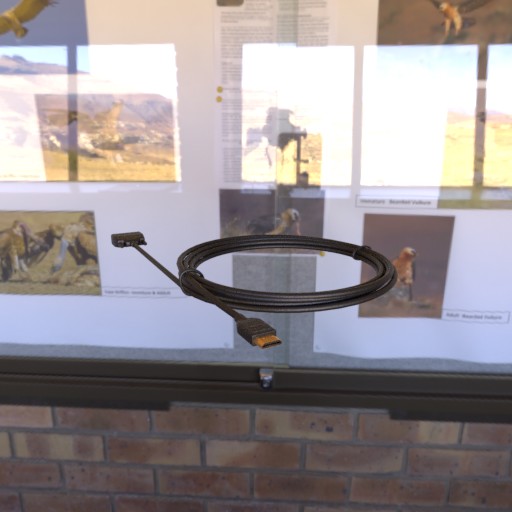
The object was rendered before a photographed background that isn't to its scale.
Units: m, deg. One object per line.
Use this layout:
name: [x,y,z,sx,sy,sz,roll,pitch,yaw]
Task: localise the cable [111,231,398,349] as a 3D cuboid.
cable: [0.000,0.000,0.529,0.257,0.030,0.422,-8,17,-28]
